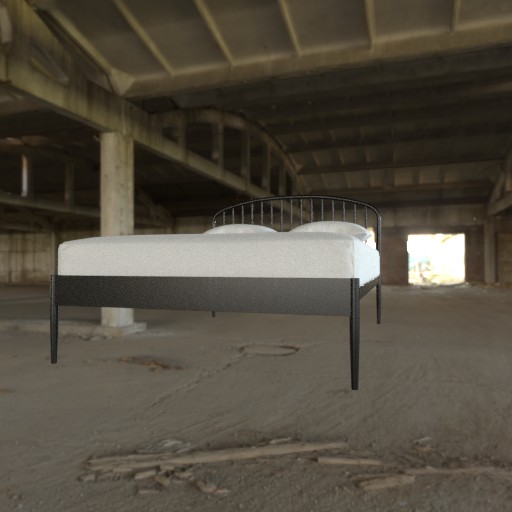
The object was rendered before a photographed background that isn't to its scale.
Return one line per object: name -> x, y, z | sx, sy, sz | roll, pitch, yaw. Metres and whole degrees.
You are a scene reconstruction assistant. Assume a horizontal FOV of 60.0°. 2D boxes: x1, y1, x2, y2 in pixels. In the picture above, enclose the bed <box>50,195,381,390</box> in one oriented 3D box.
bed -> 0.000, 0.000, 3.131 | 1.618, 1.166, 2.159 | 0, -1, 18
